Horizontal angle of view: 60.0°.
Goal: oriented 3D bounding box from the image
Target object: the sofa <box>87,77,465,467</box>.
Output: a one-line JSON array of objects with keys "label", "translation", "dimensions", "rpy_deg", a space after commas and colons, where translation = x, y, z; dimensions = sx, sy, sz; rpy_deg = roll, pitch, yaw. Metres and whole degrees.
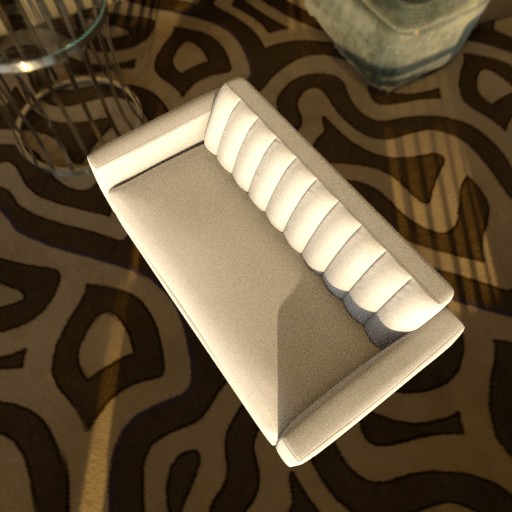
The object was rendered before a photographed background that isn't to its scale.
[{"label": "sofa", "translation": [0.000, 0.000, 2.385], "dimensions": [0.969, 0.814, 1.895], "rpy_deg": [-33, 68, -15]}]
